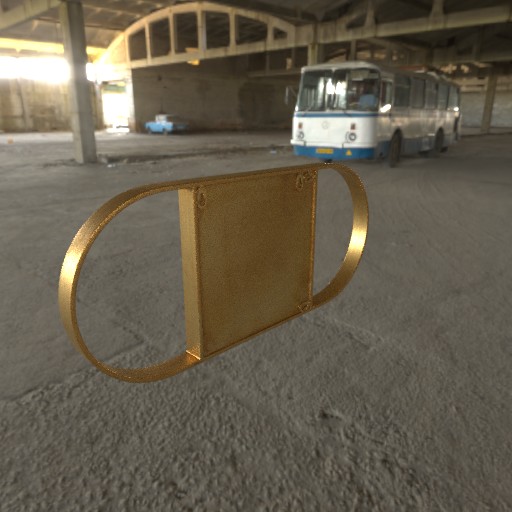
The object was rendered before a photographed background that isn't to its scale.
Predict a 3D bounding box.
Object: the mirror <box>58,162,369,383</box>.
[{"bbox_3d":[0.000,0.000,0.677,0.584,0.254,0.032,-17,25,-42],"label":"mirror"}]
